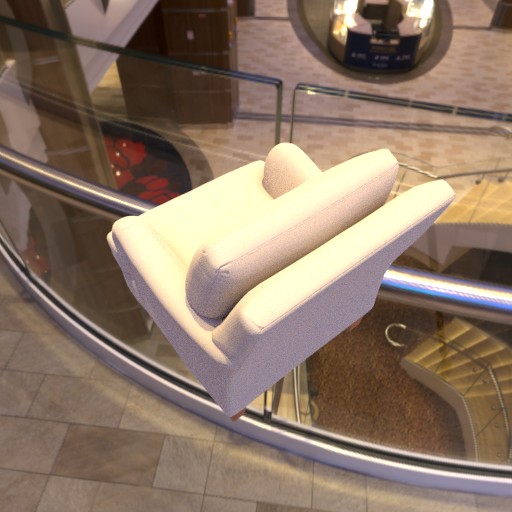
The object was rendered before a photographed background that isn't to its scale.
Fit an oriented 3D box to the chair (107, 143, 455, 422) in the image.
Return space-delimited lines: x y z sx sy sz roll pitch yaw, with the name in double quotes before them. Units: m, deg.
"chair" 0.000 0.000 1.899 0.955 1.038 1.070 -31 54 -25
